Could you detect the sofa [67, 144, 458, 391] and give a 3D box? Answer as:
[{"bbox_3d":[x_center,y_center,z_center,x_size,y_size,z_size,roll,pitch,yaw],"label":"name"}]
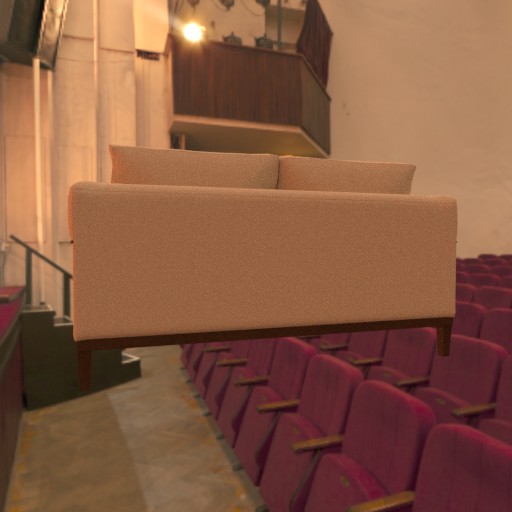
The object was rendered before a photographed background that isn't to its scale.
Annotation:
[{"bbox_3d":[0.000,0.000,2.122,1.598,0.873,0.905,-1,2,-18],"label":"sofa"}]
